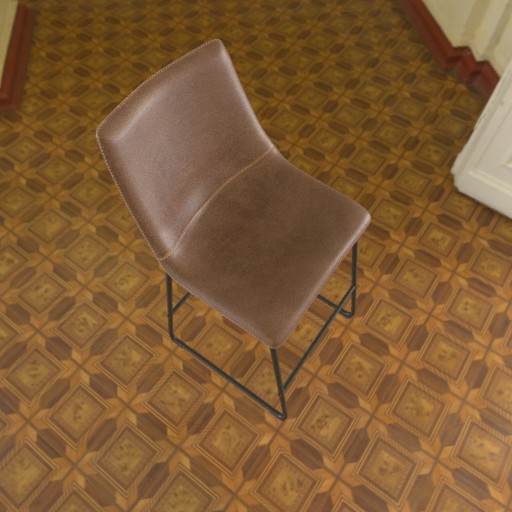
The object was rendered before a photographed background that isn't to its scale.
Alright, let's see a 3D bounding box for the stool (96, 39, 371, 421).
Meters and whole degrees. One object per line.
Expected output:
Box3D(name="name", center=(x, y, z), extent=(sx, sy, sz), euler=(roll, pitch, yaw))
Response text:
Box3D(name="stool", center=(0.000, 0.000, 1.205), extent=(0.550, 0.890, 0.460), euler=(31, 63, 18))
